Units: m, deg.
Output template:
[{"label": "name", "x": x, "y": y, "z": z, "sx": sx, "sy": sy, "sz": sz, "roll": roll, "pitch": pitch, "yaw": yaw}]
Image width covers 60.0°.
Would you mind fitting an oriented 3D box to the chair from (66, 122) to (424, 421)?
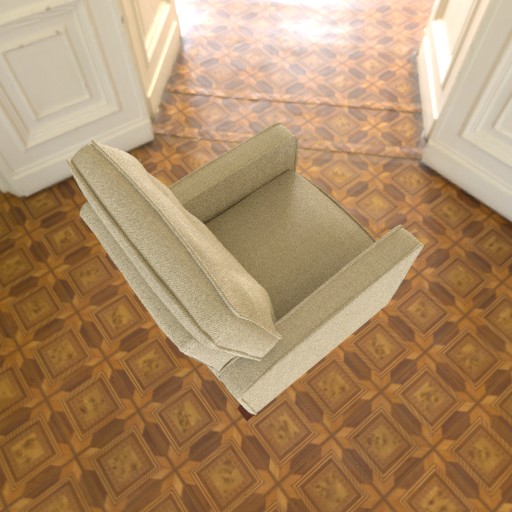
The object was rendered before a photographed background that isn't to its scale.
[{"label": "chair", "x": 0.000, "y": 0.000, "z": 1.366, "sx": 0.754, "sy": 0.888, "sz": 0.648, "roll": -34, "pitch": 65, "yaw": -19}]
